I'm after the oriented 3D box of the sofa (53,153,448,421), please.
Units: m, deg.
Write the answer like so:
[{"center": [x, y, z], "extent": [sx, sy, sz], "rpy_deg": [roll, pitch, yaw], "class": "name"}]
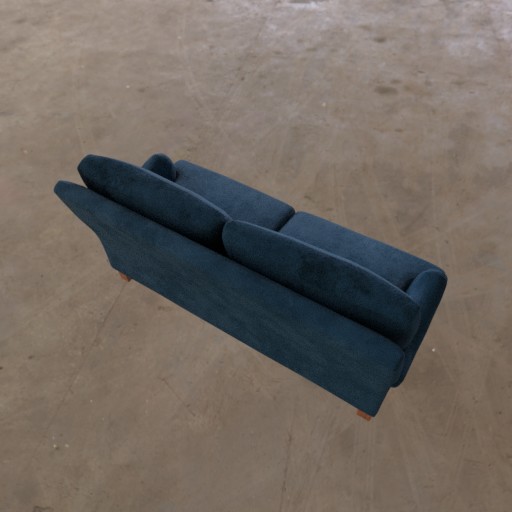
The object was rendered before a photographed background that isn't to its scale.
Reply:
[{"center": [0.000, 0.000, 2.761], "extent": [2.141, 1.101, 1.084], "rpy_deg": [26, 53, 21], "class": "sofa"}]
